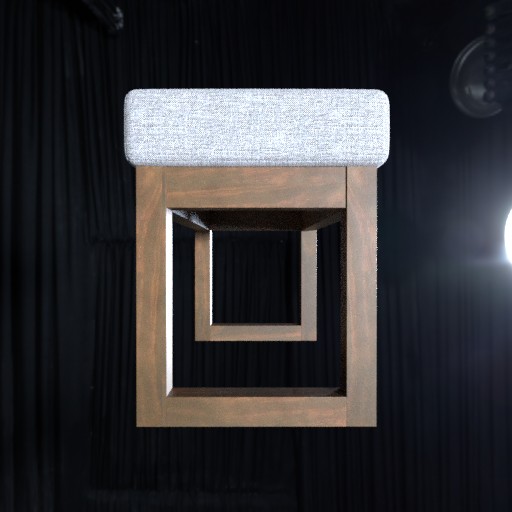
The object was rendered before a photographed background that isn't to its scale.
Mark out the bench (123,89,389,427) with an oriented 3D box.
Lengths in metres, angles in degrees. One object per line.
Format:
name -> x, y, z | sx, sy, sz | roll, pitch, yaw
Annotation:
bench -> 0.000, 0.000, 0.932 | 0.366, 0.467, 0.681 | 0, 0, 0
